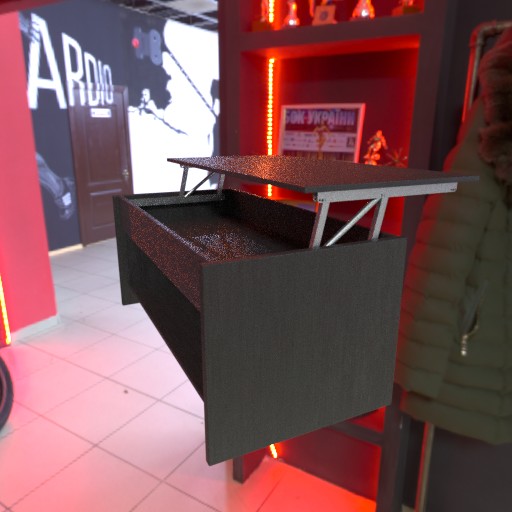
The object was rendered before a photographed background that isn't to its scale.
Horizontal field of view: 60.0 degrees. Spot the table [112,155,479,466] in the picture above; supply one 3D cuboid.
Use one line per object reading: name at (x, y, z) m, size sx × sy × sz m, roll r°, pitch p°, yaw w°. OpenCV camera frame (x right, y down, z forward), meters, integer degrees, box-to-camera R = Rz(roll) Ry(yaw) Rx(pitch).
table at (0.000, 0.000, 1.428) m, size 0.712 × 0.570 × 1.000 m, roll -8°, pitch 18°, yaw -25°
